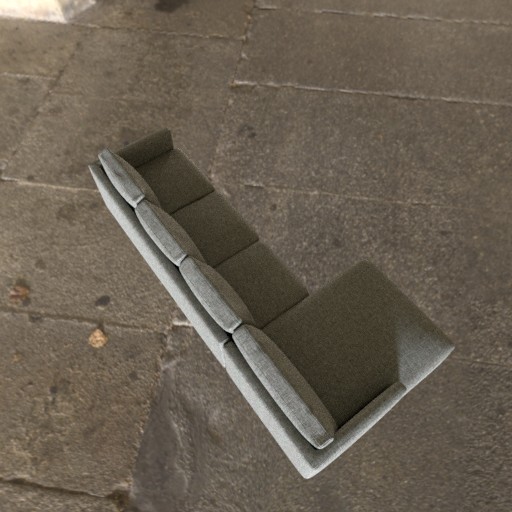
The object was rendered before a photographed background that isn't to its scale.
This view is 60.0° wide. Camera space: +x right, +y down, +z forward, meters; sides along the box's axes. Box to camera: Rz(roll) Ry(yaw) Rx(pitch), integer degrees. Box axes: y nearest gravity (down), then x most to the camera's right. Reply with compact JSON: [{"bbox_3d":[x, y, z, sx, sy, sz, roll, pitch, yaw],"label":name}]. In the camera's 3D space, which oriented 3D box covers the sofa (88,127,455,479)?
[{"bbox_3d":[0.000,0.000,4.151,1.635,0.960,3.485,-33,64,-18],"label":"sofa"}]
